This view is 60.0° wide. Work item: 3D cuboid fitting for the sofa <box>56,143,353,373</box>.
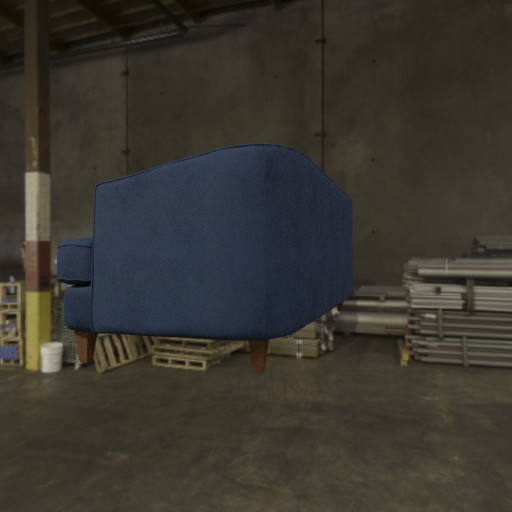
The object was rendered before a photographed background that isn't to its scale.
[{"bbox_3d":[0.000,0.000,2.656,0.941,0.855,2.278,0,0,19],"label":"sofa"}]
